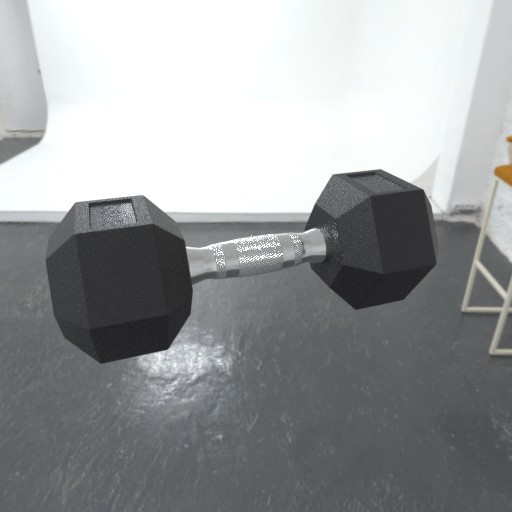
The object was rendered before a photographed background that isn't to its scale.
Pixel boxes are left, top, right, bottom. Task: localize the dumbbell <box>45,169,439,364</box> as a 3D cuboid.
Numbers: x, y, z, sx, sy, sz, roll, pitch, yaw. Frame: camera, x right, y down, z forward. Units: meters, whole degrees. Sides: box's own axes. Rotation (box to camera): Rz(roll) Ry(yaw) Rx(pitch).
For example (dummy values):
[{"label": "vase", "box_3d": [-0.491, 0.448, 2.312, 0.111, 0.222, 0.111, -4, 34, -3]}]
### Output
[{"label": "dumbbell", "box_3d": [0.000, 0.000, 0.426, 0.356, 0.123, 0.141, -9, 29, -17]}]
